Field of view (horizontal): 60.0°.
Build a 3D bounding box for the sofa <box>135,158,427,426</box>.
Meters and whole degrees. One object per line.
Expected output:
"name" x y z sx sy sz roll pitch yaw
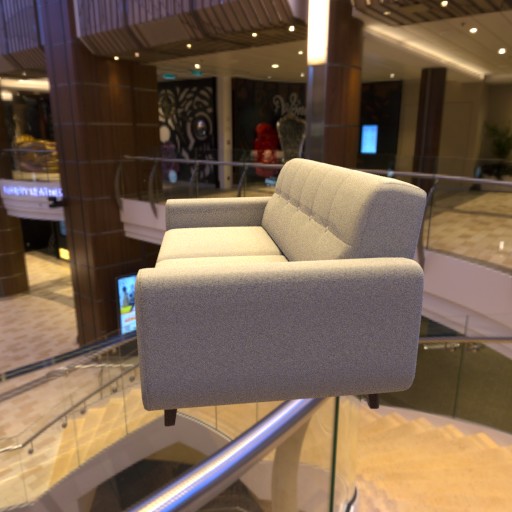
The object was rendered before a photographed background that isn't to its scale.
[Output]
"sofa" 0.000 0.000 2.193 0.980 0.892 1.655 -2 15 -7
